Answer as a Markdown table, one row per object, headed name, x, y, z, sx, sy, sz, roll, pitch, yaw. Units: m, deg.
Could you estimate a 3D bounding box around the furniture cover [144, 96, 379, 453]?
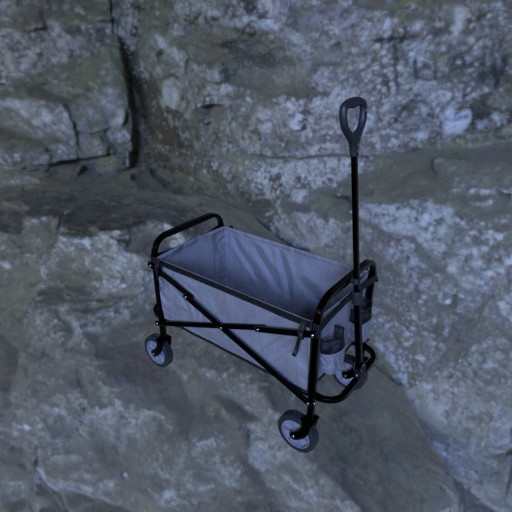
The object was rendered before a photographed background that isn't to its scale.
| name | x | y | z | sx | sy | sz | roll | pitch | yaw |
| --- | --- | --- | --- | --- | --- | --- | --- | --- | --- |
| furniture cover | 0.000 | 0.000 | 1.825 | 1.038 | 1.295 | 0.532 | 19 | 32 | 33 |
